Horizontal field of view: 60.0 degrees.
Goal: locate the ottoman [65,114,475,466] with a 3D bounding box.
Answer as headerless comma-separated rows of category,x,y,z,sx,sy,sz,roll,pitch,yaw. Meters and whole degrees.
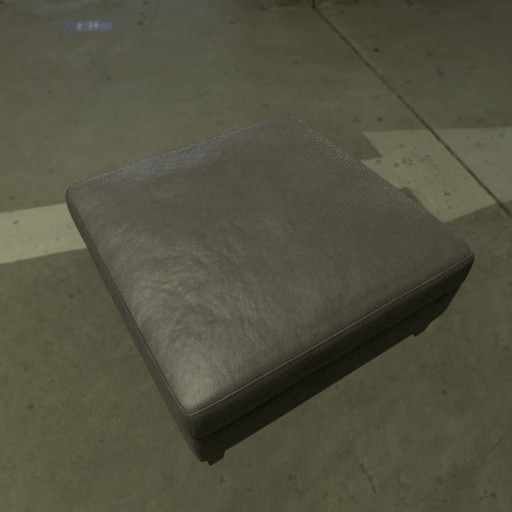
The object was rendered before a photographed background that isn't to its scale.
ottoman,0.000,0.000,1.304,0.836,0.415,0.844,-25,51,-21
